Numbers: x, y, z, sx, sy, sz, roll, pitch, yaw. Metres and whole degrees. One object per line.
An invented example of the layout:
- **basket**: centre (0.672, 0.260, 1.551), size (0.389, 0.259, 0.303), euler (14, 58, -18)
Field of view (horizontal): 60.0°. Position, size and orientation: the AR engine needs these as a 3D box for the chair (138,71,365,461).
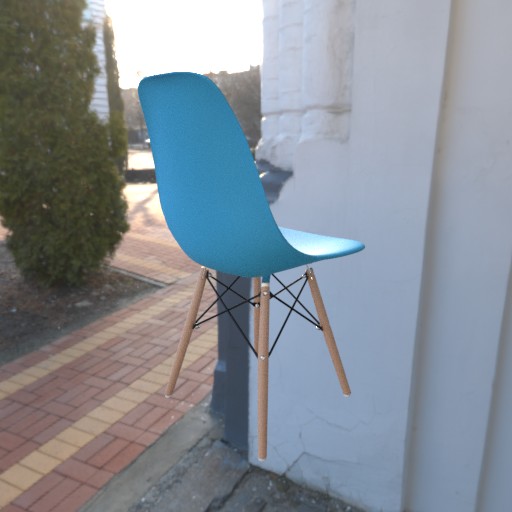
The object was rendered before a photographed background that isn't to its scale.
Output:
- **chair**: centre (0.000, 0.000, 1.140), size (0.470, 0.826, 0.531), euler (14, 21, 42)
